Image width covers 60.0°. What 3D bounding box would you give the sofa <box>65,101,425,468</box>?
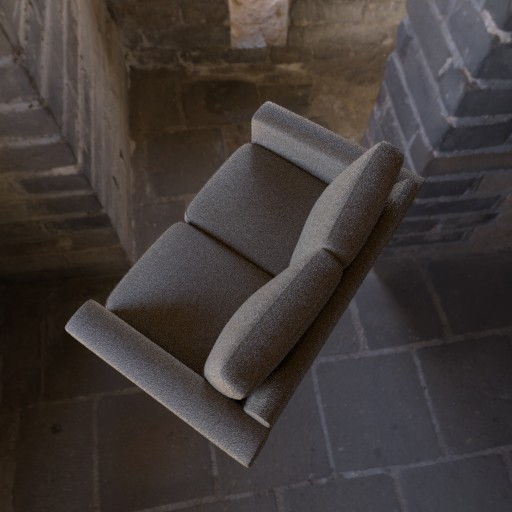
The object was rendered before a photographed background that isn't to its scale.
[{"bbox_3d":[0.000,0.000,2.202,1.016,0.873,1.616,31,68,14],"label":"sofa"}]
